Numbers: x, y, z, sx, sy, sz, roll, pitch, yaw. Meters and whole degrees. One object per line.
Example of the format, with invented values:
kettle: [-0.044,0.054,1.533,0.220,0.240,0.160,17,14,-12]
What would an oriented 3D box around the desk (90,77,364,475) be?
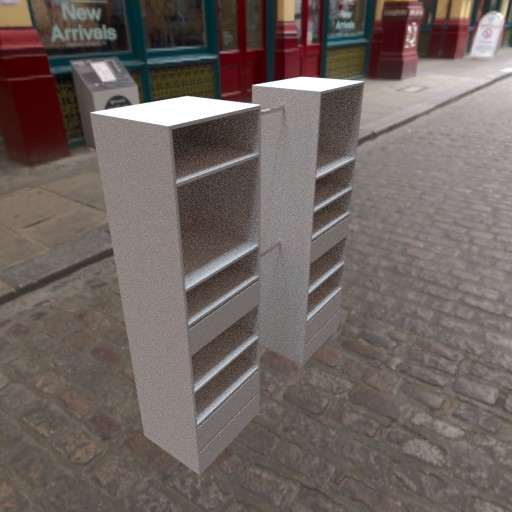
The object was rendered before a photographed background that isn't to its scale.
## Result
desk: [0.000,0.000,2.884,0.480,2.000,1.770,19,33,31]
